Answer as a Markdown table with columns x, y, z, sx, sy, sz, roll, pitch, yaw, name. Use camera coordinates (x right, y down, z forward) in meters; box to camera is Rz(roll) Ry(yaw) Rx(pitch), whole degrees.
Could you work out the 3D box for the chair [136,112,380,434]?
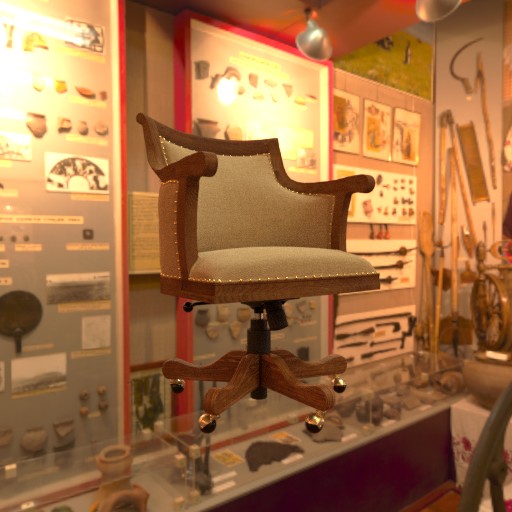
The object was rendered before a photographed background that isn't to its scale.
| x | y | z | sx | sy | sz | roll | pitch | yaw | name |
| --- | --- | --- | --- | --- | --- | --- | --- | --- | --- |
| 0.000 | 0.000 | 1.473 | 0.656 | 0.965 | 0.689 | -1 | 2 | -36 | chair |
